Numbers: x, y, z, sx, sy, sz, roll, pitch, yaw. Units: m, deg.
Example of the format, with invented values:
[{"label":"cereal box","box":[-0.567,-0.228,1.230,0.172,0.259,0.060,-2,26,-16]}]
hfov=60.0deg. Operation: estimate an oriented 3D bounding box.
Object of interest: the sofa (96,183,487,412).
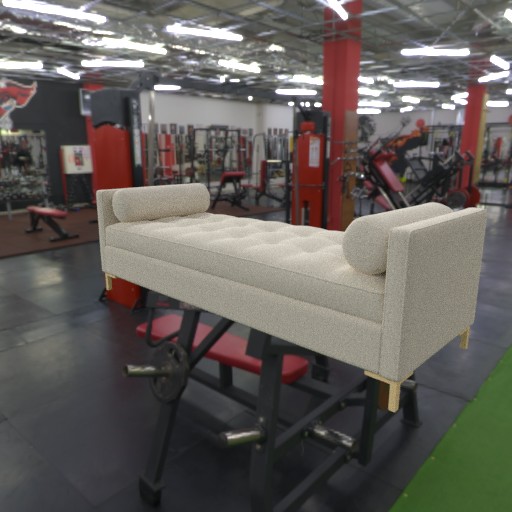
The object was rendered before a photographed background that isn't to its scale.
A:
[{"label":"sofa","box":[0.000,0.000,2.311,1.985,0.641,0.746,13,18,42]}]
